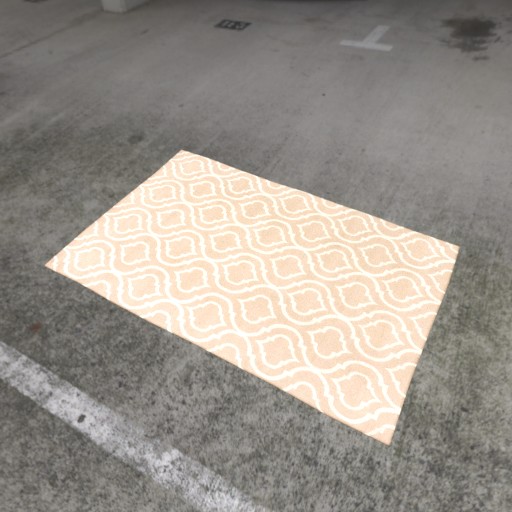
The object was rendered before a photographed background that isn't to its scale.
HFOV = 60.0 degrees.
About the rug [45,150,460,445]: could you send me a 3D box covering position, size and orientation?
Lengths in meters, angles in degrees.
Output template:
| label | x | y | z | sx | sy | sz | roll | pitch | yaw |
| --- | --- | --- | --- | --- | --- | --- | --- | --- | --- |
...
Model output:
| label | x | y | z | sx | sy | sz | roll | pitch | yaw |
| --- | --- | --- | --- | --- | --- | --- | --- | --- | --- |
| rug | 0.000 | 0.000 | 2.217 | 1.761 | 0.013 | 1.152 | 23 | 51 | 20 |
